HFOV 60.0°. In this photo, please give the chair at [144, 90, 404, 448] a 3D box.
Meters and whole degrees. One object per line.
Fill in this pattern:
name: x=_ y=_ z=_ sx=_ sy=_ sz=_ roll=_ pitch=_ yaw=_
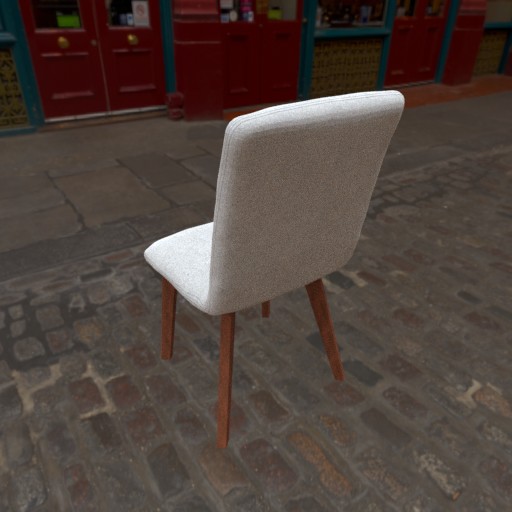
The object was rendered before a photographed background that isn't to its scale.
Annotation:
chair: x=0.000 y=0.000 z=1.316 sx=0.522 sy=0.974 sz=0.563 roll=-19 pitch=35 yaw=-29
